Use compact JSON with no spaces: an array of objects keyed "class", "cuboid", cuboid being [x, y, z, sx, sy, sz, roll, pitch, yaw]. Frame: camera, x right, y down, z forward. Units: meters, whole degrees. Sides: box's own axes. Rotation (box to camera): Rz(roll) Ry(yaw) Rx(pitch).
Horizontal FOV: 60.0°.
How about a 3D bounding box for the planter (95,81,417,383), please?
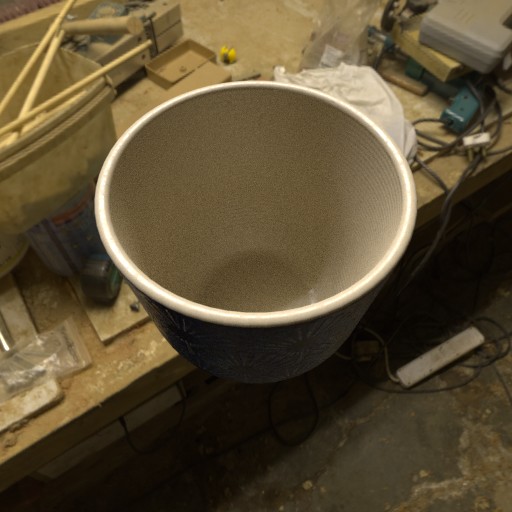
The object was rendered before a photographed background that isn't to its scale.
[{"class":"planter","cuboid":[0.000,0.000,0.299,0.170,0.153,0.170,0,57,0]}]
